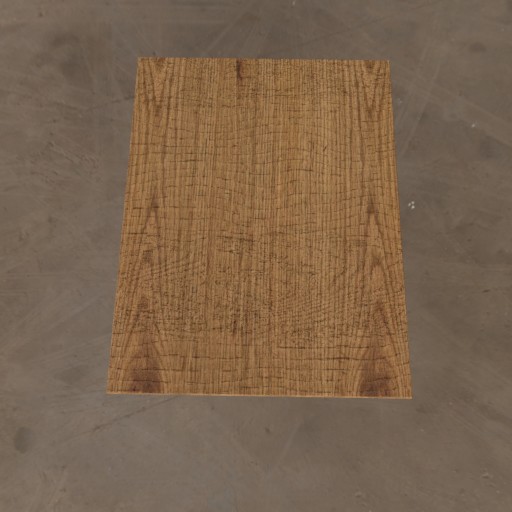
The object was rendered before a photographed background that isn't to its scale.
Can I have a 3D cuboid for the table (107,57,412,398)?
[{"bbox_3d":[0.000,0.000,1.053,0.494,0.625,0.601,1,76,0],"label":"table"}]
